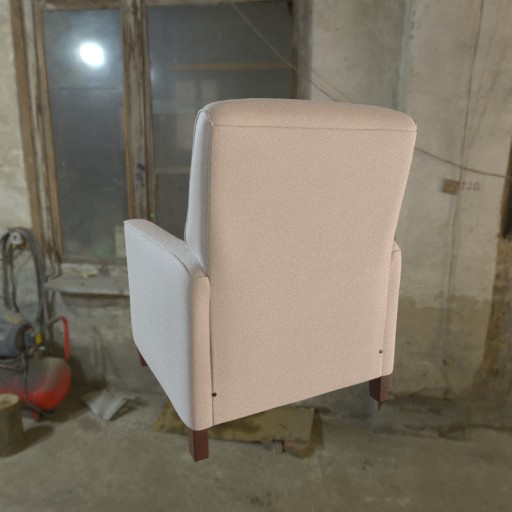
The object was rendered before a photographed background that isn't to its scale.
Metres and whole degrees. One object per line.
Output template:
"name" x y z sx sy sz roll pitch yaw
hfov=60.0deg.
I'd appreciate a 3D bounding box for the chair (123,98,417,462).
"chair" 0.000 0.000 1.647 0.841 1.028 0.858 -7 15 -26
